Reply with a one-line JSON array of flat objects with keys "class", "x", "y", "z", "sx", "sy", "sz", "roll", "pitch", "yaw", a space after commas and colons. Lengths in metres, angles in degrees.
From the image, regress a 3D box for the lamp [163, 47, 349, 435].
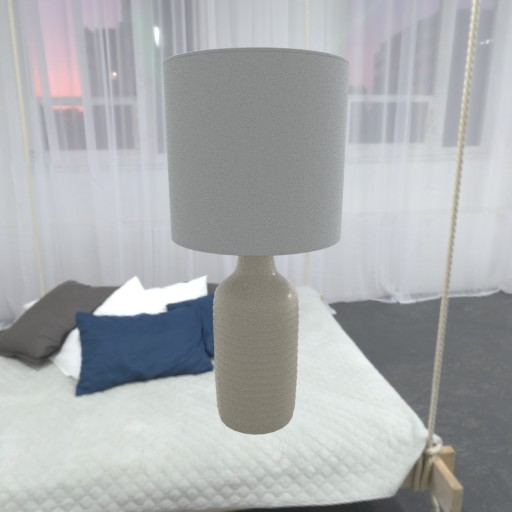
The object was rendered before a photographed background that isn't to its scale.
[{"class": "lamp", "x": 0.000, "y": 0.000, "z": 0.594, "sx": 0.220, "sy": 0.475, "sz": 0.220, "roll": -8, "pitch": 17, "yaw": -27}]
